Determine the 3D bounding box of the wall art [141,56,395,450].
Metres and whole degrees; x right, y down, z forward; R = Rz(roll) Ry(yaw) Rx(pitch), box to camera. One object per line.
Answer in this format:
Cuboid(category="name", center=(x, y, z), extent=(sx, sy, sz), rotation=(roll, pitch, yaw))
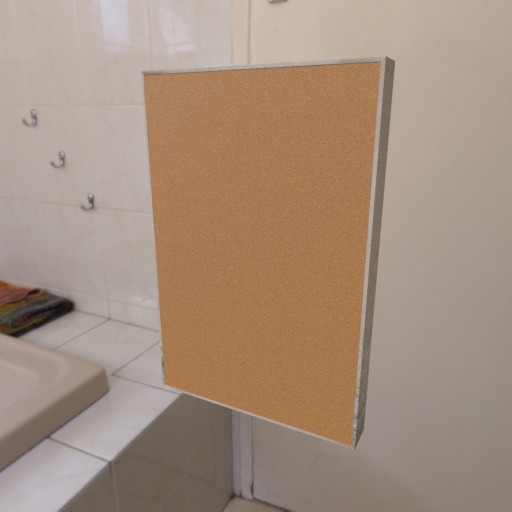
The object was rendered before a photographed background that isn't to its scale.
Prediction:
Cuboid(category="wall art", center=(0.000, 0.000, 0.482), extent=(0.254, 0.381, 0.038), rotation=(9, 19, 26))
